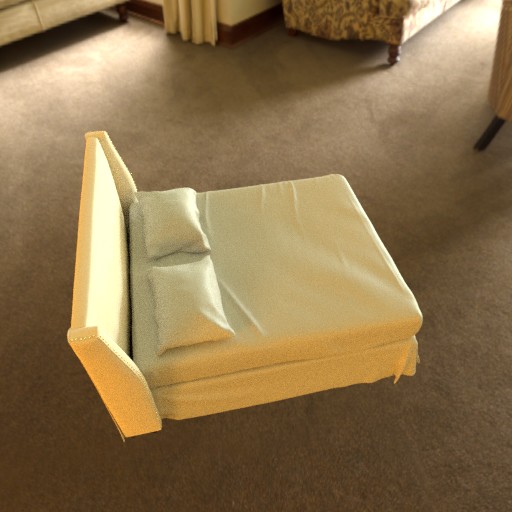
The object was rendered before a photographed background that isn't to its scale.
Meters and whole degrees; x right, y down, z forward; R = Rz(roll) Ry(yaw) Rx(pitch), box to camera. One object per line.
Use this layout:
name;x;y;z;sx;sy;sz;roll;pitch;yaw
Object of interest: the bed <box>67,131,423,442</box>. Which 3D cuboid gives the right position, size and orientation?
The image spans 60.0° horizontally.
bed;0.000;0.000;3.381;2.276;1.332;1.925;-9;48;-8
